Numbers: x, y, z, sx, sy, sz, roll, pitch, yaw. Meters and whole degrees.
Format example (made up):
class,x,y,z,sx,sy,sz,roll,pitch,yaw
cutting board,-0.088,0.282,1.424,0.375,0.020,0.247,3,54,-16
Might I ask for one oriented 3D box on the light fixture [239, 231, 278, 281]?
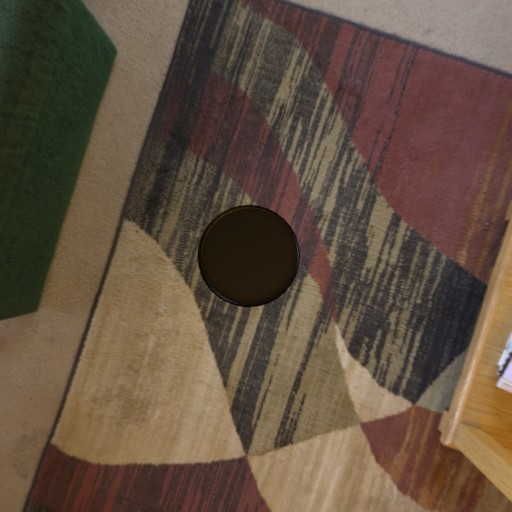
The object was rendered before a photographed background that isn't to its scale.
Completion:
class,x,y,z,sx,sy,sz,roll,pitch,yaw
light fixture,0.000,0.000,0.991,0.123,0.920,0.123,0,90,1
